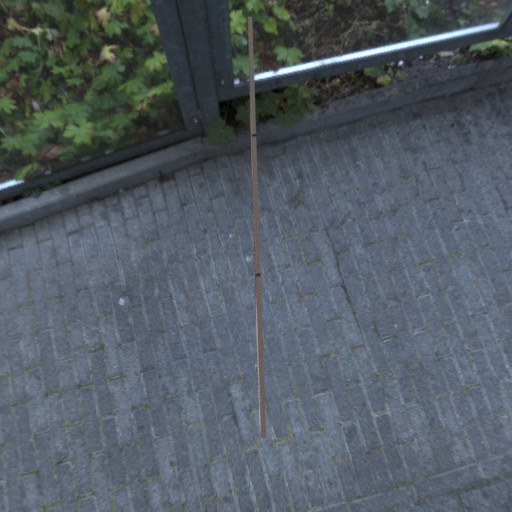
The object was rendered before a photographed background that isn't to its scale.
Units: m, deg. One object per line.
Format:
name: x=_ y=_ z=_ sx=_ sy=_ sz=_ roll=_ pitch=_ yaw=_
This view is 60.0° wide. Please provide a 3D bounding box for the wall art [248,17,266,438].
wall art: x=0.000 y=0.000 z=1.808 sx=0.013 sy=1.216 sz=1.216 roll=-2 pitch=76 yaw=0
